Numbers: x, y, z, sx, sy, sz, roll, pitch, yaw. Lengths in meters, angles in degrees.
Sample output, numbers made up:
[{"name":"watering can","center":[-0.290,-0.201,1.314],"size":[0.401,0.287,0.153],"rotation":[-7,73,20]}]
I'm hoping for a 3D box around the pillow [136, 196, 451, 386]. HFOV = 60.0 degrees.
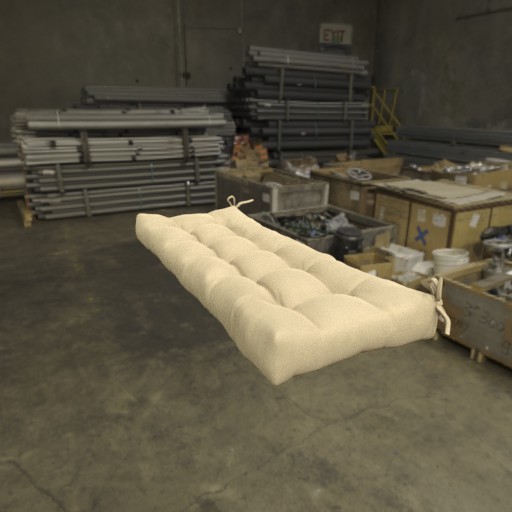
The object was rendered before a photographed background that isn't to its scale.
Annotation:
[{"name":"pillow","center":[0.000,0.000,1.382],"size":[0.511,0.174,1.194],"rotation":[-9,20,-26]}]
